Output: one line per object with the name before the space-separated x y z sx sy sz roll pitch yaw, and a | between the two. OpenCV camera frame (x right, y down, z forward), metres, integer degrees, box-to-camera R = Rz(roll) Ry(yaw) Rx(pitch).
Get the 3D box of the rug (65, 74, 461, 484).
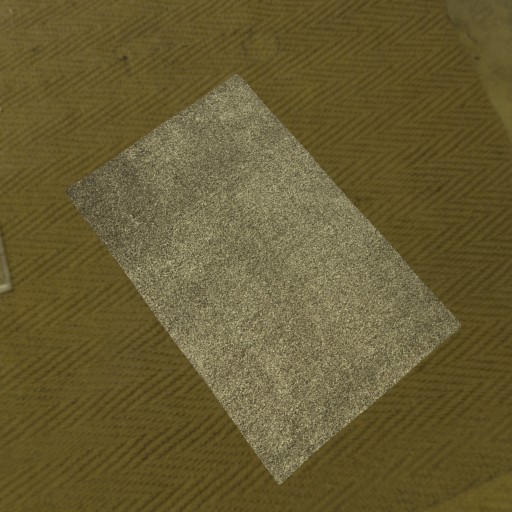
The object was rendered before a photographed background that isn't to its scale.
rug | 0.000 0.000 2.939 1.501 0.025 2.352 -37 79 -9
